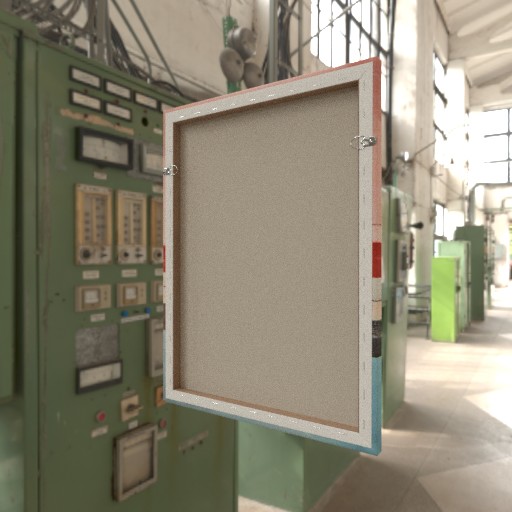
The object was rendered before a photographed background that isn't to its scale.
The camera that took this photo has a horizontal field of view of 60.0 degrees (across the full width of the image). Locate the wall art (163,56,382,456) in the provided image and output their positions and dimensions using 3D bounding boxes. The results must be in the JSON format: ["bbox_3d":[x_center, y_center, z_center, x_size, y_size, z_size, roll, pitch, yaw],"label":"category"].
[{"bbox_3d":[0.000,0.000,1.349,0.761,1.016,0.039,0,0,34],"label":"wall art"}]
